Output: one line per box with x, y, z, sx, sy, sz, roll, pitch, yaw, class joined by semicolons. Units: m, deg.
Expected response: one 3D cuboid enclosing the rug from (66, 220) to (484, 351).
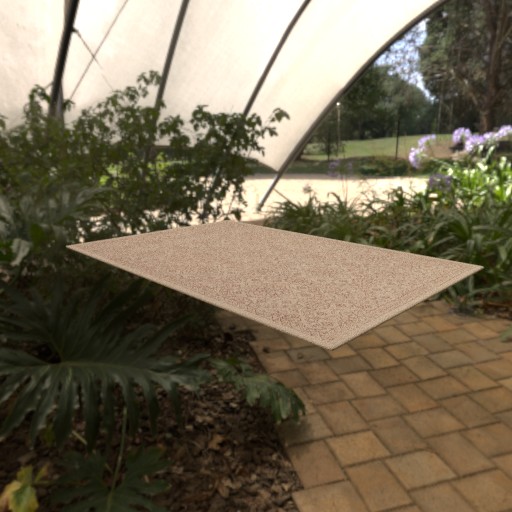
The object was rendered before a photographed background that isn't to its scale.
0.000;0.000;2.296;1.219;0.010;1.829;-14;20;-43;rug
